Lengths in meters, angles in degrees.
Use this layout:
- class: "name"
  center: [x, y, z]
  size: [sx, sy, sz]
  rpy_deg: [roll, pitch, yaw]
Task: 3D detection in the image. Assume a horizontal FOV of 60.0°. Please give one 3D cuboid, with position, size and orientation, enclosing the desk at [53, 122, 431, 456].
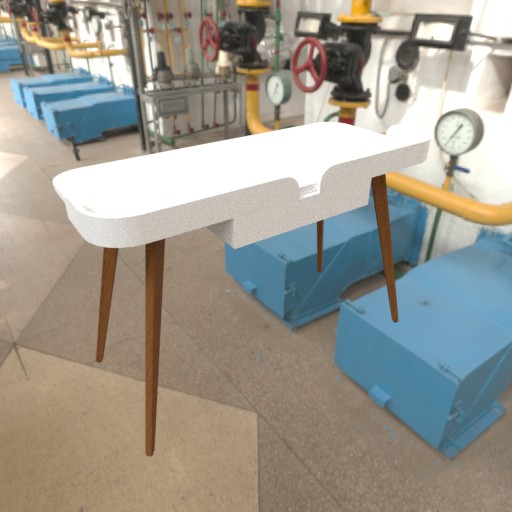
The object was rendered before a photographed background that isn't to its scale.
- class: "desk"
  center: [0.000, 0.000, 1.618]
  size: [1.206, 0.807, 0.534]
  rpy_deg: [-19, 36, -29]
